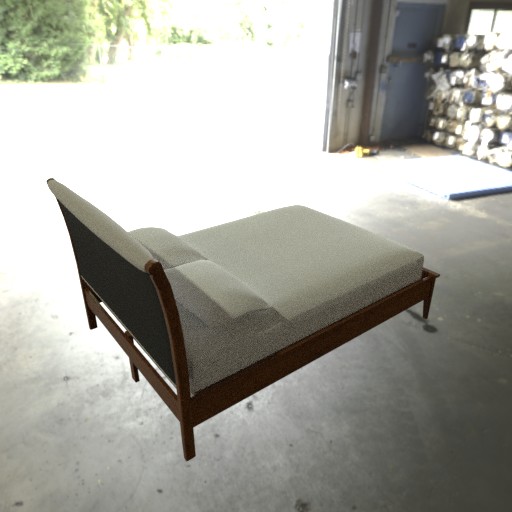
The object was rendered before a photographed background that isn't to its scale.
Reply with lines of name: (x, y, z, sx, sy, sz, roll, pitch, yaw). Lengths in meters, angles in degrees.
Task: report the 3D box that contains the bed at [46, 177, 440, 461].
bed: (0.000, 0.000, 3.286, 2.380, 1.250, 1.612, -19, 32, -33)
